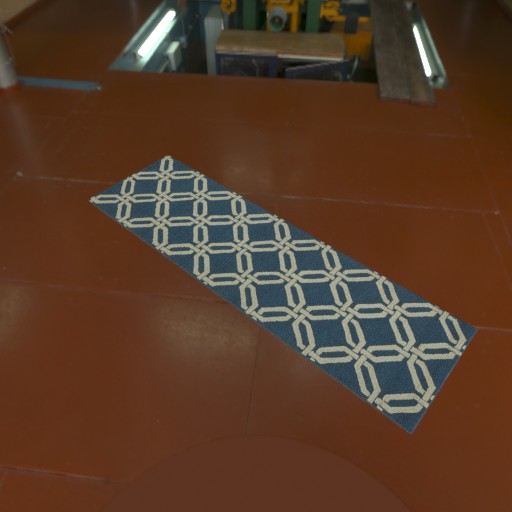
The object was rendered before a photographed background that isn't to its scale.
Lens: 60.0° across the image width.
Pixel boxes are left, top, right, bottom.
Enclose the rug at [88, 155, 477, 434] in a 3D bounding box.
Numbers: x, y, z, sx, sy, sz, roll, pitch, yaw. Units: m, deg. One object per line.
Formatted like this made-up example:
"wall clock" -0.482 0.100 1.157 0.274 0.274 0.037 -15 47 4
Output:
"rug" 0.000 0.000 2.498 2.276 0.014 0.678 32 54 27
